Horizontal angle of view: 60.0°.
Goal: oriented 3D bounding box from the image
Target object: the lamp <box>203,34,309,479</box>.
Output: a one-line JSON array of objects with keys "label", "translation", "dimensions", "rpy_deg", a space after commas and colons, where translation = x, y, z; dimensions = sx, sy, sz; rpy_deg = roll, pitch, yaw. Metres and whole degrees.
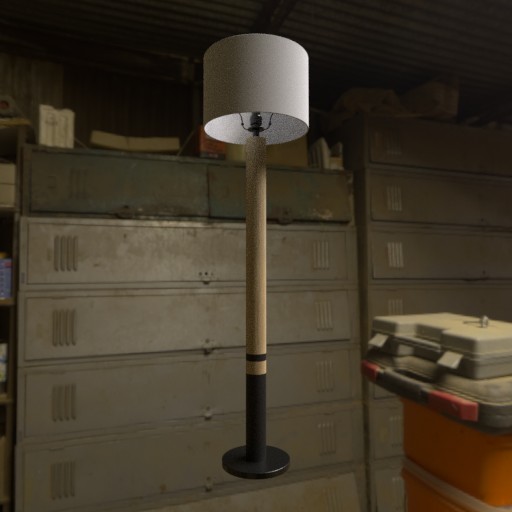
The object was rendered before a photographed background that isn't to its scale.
[{"label": "lamp", "translation": [0.000, 0.000, 1.603], "dimensions": [0.381, 1.478, 0.381], "rpy_deg": [1, -2, -19]}]
